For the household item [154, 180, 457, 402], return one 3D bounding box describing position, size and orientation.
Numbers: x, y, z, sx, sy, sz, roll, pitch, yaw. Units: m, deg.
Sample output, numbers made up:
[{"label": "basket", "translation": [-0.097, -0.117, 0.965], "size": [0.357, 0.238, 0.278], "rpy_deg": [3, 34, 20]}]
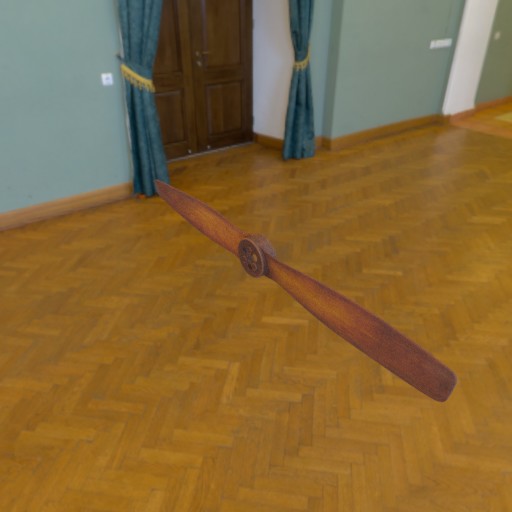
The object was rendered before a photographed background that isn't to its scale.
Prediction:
[{"label": "household item", "translation": [0.000, 0.000, 1.209], "size": [0.051, 0.121, 1.181], "rpy_deg": [-22, 38, -31]}]
